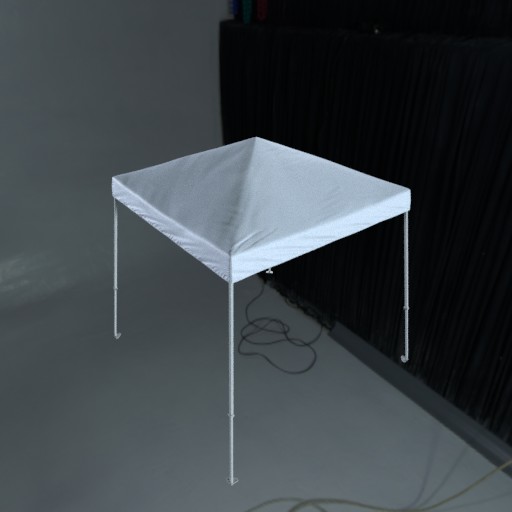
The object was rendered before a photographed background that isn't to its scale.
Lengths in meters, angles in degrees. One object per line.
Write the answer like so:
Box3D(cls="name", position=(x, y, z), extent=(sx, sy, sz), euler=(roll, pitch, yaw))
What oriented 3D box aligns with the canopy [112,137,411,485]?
Box3D(cls="canopy", position=(0.000, 0.000, 6.731), extent=(3.600, 3.600, 3.599), euler=(-21, 36, -32))
